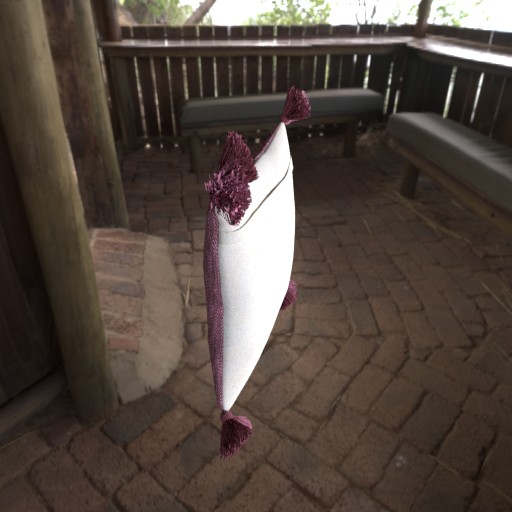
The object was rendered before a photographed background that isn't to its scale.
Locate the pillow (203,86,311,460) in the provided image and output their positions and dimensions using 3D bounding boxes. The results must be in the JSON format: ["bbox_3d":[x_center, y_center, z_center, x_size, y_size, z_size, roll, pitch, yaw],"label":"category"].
[{"bbox_3d":[0.000,0.000,0.984,0.138,0.659,0.641,8,31,14],"label":"pillow"}]
